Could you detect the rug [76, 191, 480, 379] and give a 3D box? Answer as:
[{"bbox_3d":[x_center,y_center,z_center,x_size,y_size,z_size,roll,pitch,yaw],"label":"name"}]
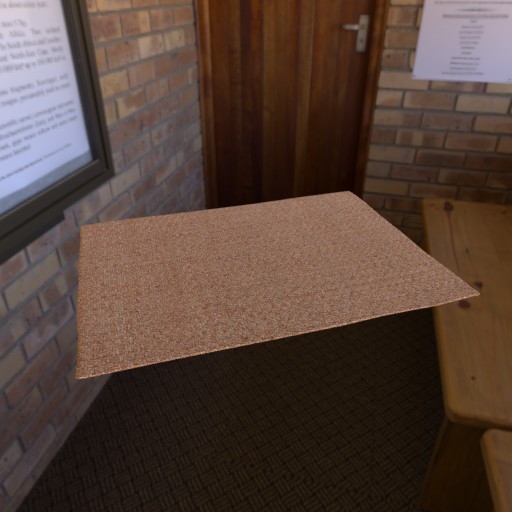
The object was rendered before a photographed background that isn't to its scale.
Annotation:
[{"bbox_3d":[0.000,0.000,2.816,2.141,0.013,1.566,-9,32,-15],"label":"rug"}]
